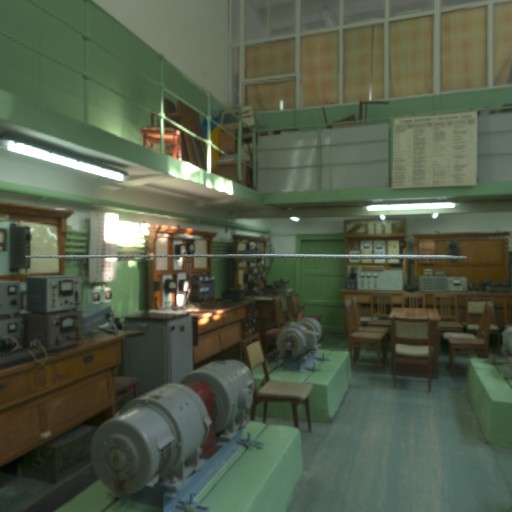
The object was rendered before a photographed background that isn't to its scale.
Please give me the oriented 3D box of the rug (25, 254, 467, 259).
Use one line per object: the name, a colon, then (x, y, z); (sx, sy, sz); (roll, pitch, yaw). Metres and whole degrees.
rug: (0.000, 0.000, 2.286); (1.820, 0.022, 1.179); (0, 0, 18)
